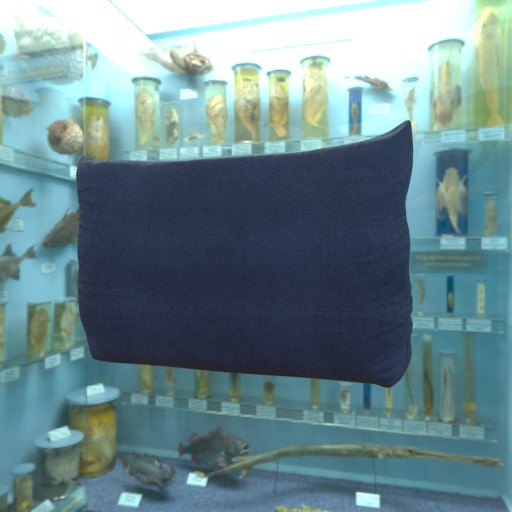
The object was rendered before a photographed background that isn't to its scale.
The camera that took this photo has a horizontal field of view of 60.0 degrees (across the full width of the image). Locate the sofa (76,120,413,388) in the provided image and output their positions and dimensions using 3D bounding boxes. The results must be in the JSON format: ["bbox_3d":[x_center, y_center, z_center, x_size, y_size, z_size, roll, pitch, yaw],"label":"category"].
[{"bbox_3d":[0.000,0.000,1.714,1.122,0.778,0.849,0,0,17],"label":"sofa"}]
